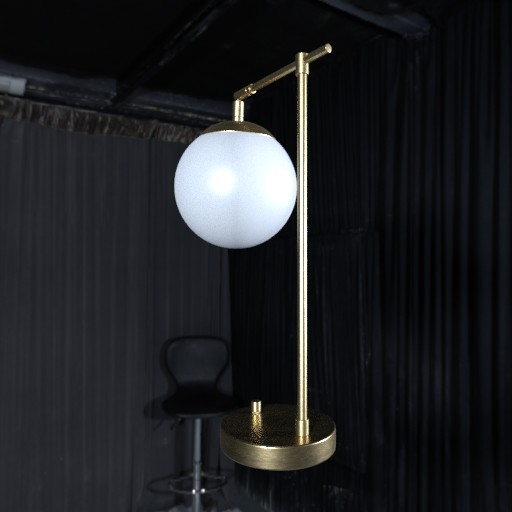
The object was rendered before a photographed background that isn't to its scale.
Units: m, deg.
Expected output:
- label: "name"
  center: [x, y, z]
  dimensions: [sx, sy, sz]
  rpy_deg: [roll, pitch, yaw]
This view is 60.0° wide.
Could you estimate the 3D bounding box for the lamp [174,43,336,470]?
- label: "lamp"
  center: [0.000, 0.000, 0.706]
  dimensions: [0.207, 0.559, 0.324]
  rpy_deg: [0, 0, -36]
